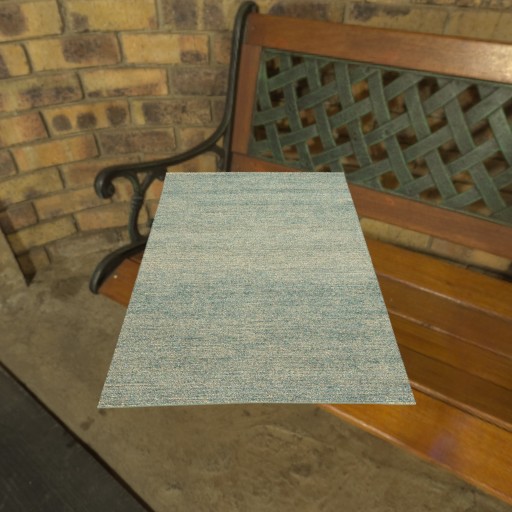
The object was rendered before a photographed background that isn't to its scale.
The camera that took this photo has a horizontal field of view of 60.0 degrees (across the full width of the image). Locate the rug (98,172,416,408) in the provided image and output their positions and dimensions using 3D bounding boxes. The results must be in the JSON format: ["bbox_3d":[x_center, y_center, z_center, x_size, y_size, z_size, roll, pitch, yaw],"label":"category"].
[{"bbox_3d":[0.000,0.000,5.429,2.802,0.052,4.078,0,40,0],"label":"rug"}]
